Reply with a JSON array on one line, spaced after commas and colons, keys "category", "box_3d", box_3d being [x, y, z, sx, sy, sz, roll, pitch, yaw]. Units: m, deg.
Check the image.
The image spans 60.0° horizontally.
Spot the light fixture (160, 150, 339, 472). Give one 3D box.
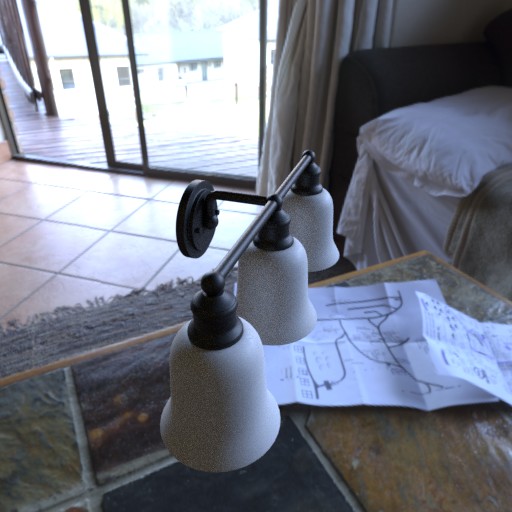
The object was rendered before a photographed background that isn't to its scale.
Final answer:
[{"category": "light fixture", "box_3d": [0.000, 0.000, 0.667, 0.198, 0.211, 0.570, 10, 32, 16]}]
